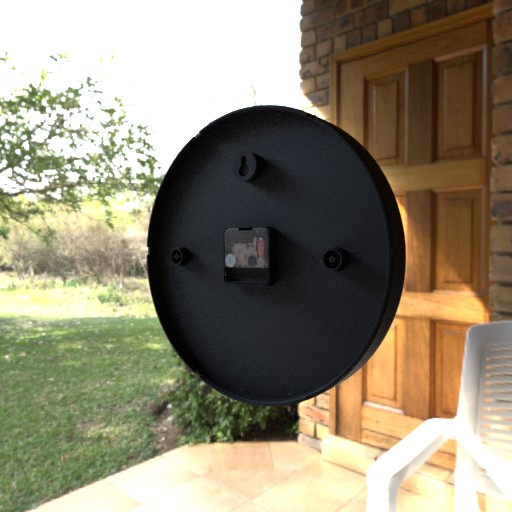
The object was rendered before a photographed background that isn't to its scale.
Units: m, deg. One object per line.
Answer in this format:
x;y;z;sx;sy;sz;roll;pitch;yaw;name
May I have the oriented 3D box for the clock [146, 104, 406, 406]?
0.000;0.000;0.450;0.293;0.293;0.040;1;1;36;clock
